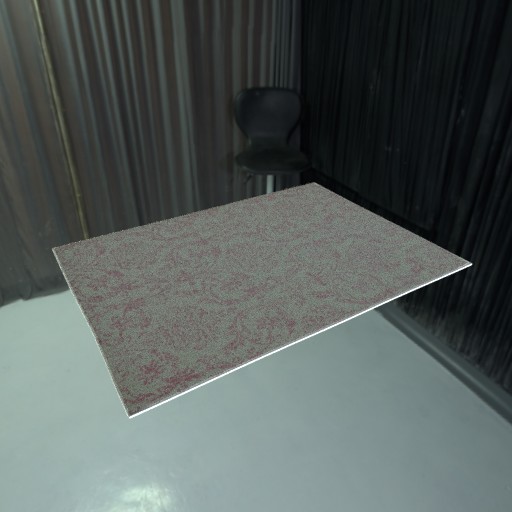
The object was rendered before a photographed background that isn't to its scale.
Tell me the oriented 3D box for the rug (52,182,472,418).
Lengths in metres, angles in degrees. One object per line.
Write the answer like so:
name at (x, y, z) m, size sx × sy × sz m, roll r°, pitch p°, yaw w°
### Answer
rug at (0.000, 0.000, 2.863) m, size 2.202 × 0.014 × 1.598 m, roll -18°, pitch 36°, yaw -27°
